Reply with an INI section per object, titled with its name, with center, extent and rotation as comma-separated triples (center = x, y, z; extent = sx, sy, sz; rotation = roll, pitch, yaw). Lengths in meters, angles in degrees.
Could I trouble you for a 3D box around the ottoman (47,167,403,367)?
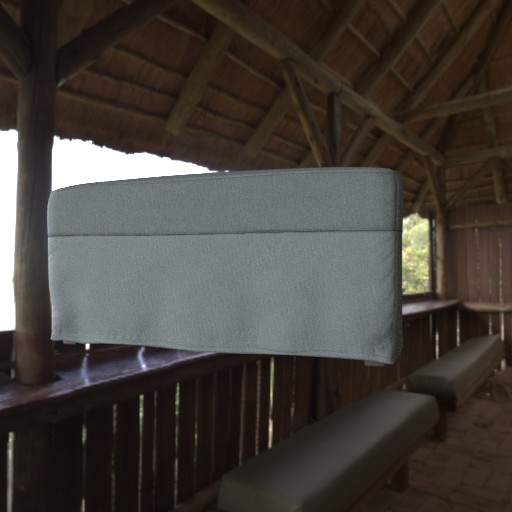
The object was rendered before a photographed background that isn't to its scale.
[ottoman]
center = 0.000, 0.000, 1.342
extent = 0.843, 0.441, 0.842
rotation = 0, 0, 18
